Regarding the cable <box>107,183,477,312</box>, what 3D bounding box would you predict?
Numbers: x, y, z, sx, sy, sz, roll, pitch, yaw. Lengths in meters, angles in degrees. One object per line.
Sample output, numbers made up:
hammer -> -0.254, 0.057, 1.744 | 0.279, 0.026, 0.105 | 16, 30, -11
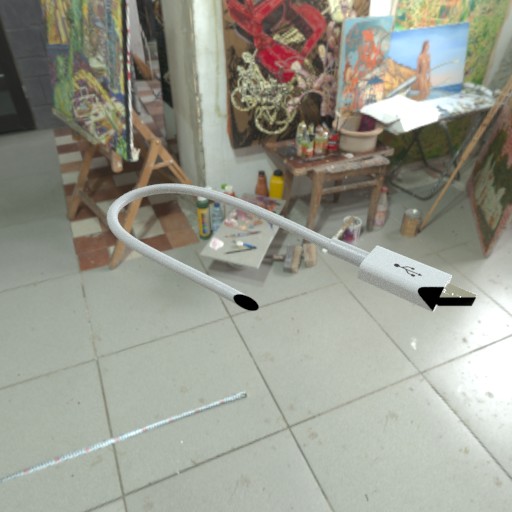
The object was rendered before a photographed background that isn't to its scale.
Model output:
cable -> 0.000, 0.000, 0.113 | 0.098, 0.006, 0.040 | 26, 46, 28
